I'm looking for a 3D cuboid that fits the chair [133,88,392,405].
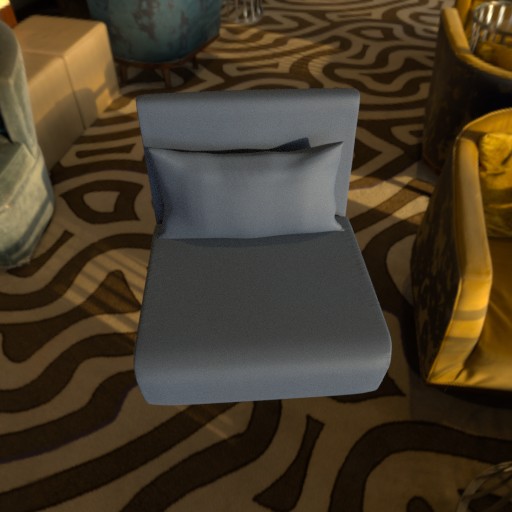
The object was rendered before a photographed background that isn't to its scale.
[{"bbox_3d":[0.000,0.000,1.529,0.770,0.808,0.900,-3,47,-3],"label":"chair"}]
